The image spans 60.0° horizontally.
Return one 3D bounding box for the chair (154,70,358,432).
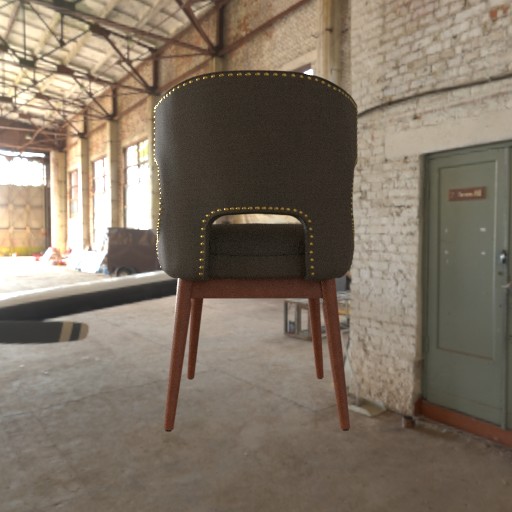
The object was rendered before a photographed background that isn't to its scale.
[{"bbox_3d":[0.000,0.000,1.288,0.595,0.863,0.581,0,2,-1],"label":"chair"}]
